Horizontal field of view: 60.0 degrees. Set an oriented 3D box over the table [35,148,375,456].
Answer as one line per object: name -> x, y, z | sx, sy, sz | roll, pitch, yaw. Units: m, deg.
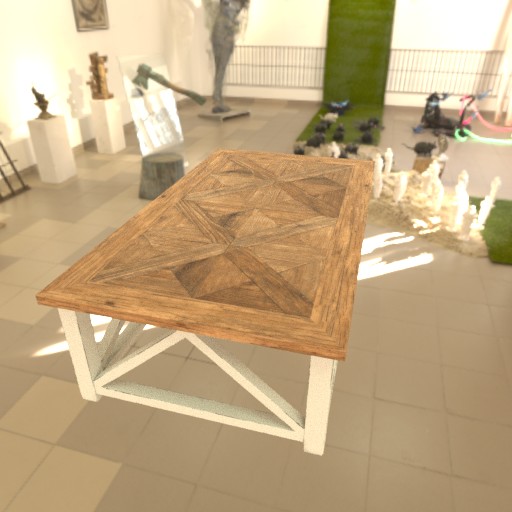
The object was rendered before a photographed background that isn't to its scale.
table -> 0.000, 0.000, 1.744 | 0.800, 0.410, 1.400 | 8, 31, 14
